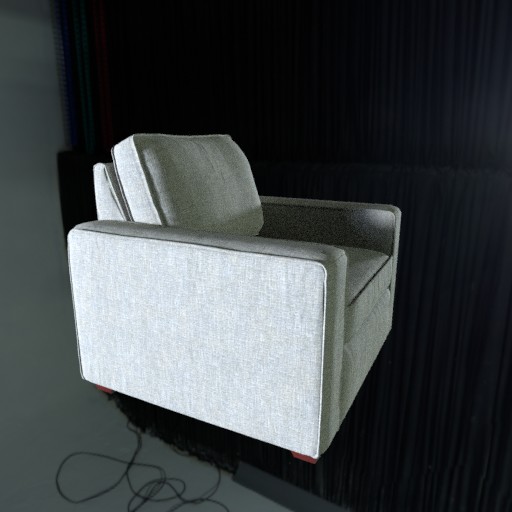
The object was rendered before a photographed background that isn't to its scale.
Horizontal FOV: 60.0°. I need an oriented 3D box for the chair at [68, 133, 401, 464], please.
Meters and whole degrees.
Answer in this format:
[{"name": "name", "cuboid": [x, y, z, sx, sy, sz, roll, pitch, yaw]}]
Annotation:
[{"name": "chair", "cuboid": [0.000, 0.000, 1.717, 0.940, 0.914, 1.016, 8, 17, 26]}]
